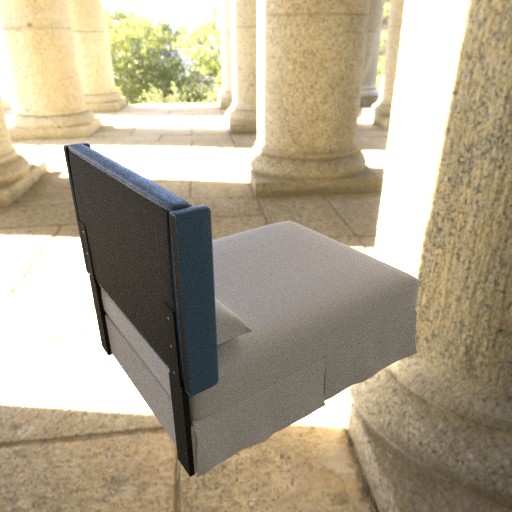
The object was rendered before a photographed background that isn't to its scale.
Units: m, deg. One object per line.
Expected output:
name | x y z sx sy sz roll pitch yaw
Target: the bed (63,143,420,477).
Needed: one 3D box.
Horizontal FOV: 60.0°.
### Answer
bed | 0.000 0.000 3.332 2.078 1.665 1.719 -18 31 -32
